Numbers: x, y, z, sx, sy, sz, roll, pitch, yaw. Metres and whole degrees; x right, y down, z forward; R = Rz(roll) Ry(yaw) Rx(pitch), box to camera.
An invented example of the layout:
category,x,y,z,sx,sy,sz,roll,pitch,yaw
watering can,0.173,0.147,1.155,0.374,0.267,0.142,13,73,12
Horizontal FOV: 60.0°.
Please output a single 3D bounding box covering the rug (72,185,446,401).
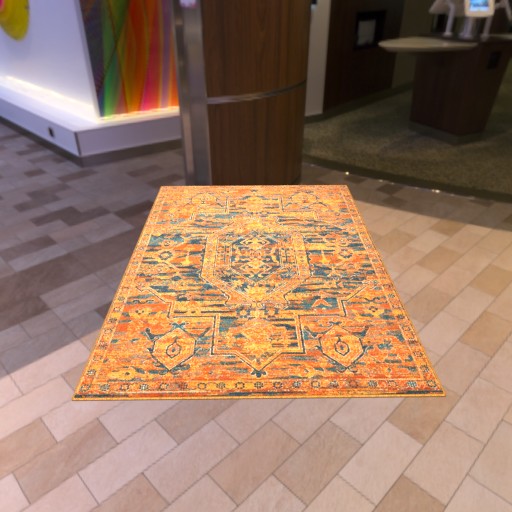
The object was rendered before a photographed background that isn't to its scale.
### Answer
category,x,y,z,sx,sy,sz,roll,pitch,yaw
rug,0.000,0.000,3.643,2.043,0.019,2.916,0,32,-1
